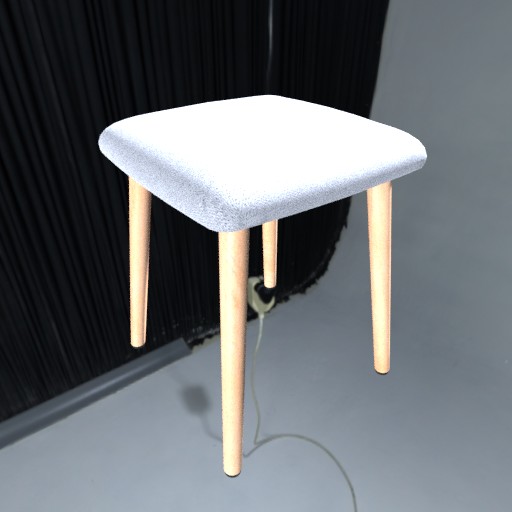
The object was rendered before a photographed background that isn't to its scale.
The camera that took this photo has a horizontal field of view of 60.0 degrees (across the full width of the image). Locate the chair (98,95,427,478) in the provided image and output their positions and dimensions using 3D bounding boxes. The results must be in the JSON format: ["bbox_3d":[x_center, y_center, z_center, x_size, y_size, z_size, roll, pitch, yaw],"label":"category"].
[{"bbox_3d":[0.000,0.000,0.702,0.350,0.440,0.350,-21,37,-31],"label":"chair"}]
